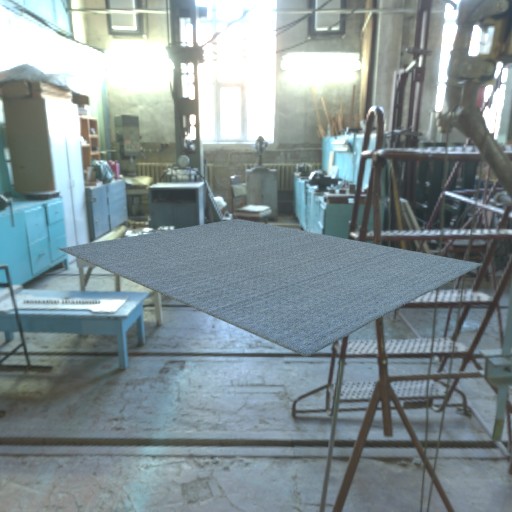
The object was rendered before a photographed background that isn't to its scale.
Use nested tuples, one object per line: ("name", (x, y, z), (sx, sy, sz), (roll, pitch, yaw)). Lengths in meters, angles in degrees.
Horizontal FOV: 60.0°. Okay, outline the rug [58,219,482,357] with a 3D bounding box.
("rug", (0.000, 0.000, 4.156), (2.443, 0.007, 3.200), (-14, 20, -43))
